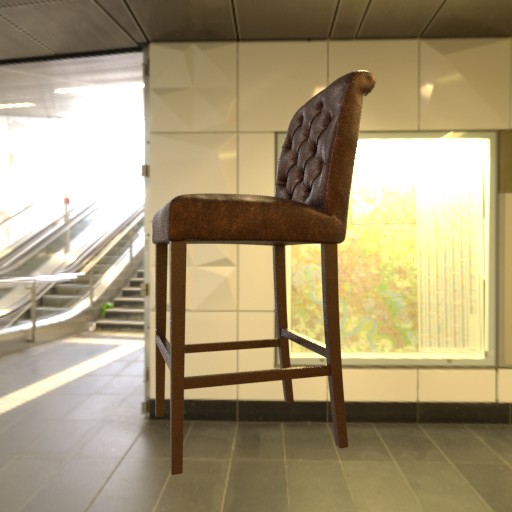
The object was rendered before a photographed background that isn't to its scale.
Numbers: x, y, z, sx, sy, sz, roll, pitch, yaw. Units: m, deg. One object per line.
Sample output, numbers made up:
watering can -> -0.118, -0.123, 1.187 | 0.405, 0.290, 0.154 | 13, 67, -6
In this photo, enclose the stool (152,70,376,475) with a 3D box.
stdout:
stool -> 0.000, 0.000, 1.498 | 0.659, 1.168, 0.483 | 0, 1, -18
